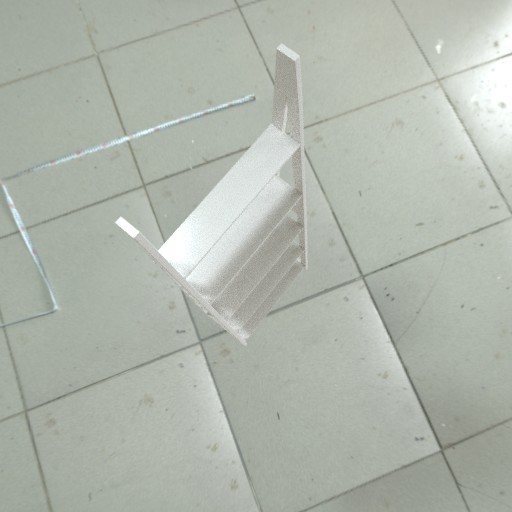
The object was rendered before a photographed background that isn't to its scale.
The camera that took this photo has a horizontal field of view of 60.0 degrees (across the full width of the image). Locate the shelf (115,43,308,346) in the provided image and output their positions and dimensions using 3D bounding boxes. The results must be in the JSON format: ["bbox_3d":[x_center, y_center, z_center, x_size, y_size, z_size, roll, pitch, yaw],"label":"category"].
[{"bbox_3d":[0.000,0.000,1.934,0.341,1.779,0.636,38,79,9],"label":"shelf"}]
